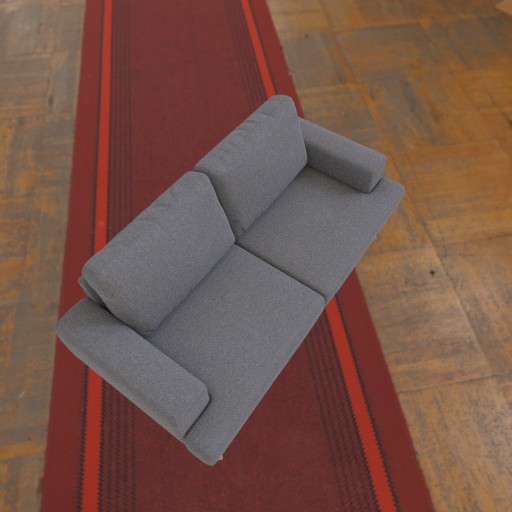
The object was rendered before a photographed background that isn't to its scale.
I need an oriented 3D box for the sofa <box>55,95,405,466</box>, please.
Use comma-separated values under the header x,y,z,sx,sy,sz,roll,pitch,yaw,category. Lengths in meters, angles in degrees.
x,y,z,sx,sy,sz,roll,pitch,yaw,category
0.000,0.000,2.070,0.785,0.810,1.650,31,61,19,sofa
